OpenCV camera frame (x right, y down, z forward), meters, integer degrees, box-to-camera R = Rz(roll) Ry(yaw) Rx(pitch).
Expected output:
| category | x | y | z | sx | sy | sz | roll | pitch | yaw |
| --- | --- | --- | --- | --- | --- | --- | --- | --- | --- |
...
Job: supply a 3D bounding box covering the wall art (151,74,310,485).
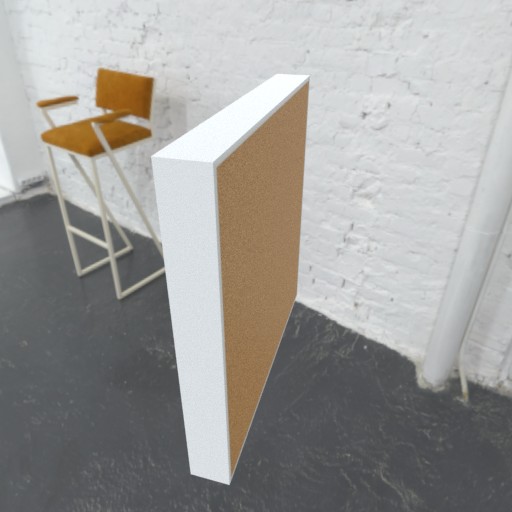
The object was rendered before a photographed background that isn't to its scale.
| category | x | y | z | sx | sy | sz | roll | pitch | yaw |
| --- | --- | --- | --- | --- | --- | --- | --- | --- | --- |
| wall art | 0.000 | 0.000 | 0.456 | 0.038 | 0.304 | 0.305 | 8 | 32 | 14 |
